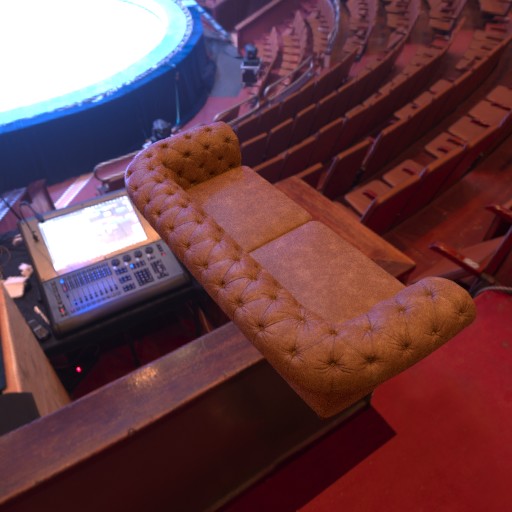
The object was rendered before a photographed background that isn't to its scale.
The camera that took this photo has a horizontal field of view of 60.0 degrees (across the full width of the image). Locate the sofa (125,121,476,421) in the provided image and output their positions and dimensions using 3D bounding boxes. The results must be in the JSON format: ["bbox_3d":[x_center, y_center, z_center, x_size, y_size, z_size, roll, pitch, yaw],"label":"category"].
[{"bbox_3d":[0.000,0.000,2.806,0.989,0.760,2.365,-26,48,-25],"label":"sofa"}]
